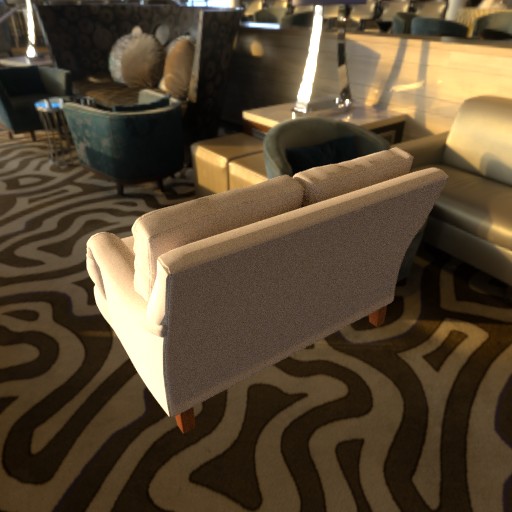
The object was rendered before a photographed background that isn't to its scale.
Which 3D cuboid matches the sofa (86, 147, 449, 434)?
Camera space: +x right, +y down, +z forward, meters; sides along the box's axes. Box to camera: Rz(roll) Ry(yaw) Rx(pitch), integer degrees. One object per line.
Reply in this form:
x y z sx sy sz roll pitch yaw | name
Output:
0.000 0.000 2.293 1.508 1.048 1.087 -20 36 -30 | sofa
